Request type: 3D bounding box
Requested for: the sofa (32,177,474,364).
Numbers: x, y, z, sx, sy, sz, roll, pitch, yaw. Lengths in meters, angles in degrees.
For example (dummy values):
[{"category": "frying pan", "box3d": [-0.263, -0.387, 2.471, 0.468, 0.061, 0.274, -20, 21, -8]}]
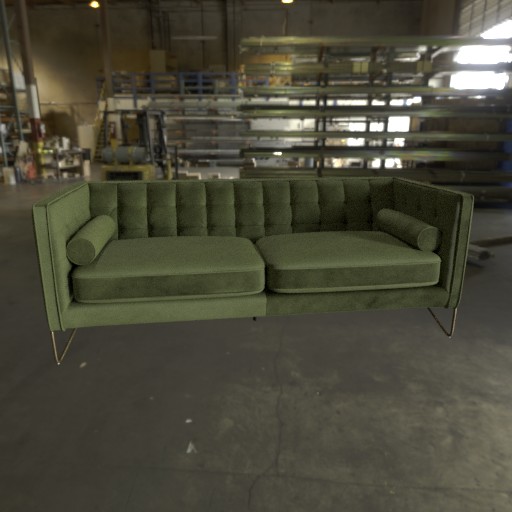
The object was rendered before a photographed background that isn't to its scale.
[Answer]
[{"category": "sofa", "box3d": [0.000, 0.000, 2.527, 2.087, 0.789, 0.867, -2, 16, -8]}]
